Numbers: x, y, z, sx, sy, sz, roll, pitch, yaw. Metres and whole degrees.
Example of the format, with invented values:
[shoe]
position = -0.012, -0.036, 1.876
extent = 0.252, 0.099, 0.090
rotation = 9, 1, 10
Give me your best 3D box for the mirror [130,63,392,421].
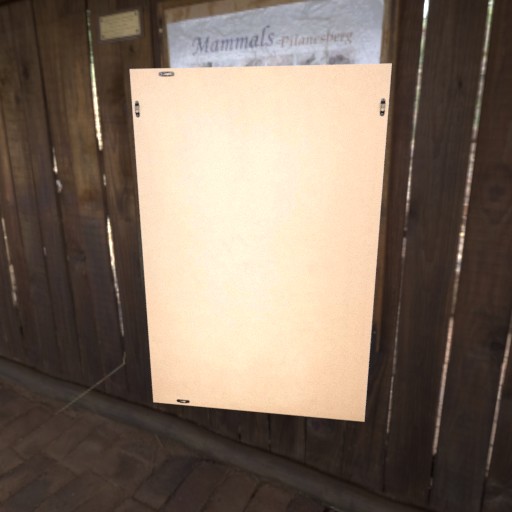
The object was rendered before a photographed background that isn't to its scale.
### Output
[mirror]
position = 0.000, 0.000, 1.158
extent = 0.609, 0.914, 0.041
rotation = 2, 16, 8
